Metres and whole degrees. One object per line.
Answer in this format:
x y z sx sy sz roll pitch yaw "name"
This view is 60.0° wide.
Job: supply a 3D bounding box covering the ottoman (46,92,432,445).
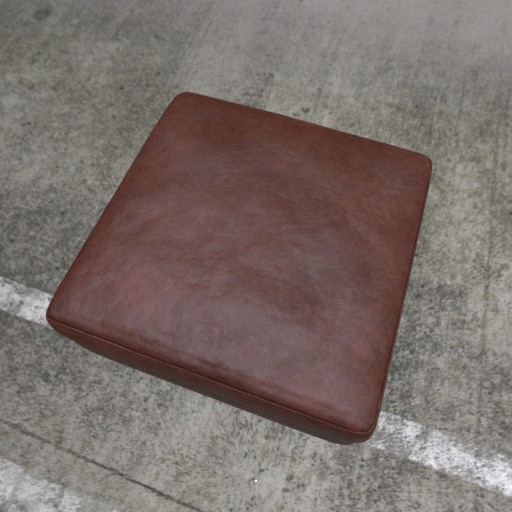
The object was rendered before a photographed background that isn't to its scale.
0.000 0.000 1.309 0.836 0.415 0.844 18 64 9 "ottoman"
